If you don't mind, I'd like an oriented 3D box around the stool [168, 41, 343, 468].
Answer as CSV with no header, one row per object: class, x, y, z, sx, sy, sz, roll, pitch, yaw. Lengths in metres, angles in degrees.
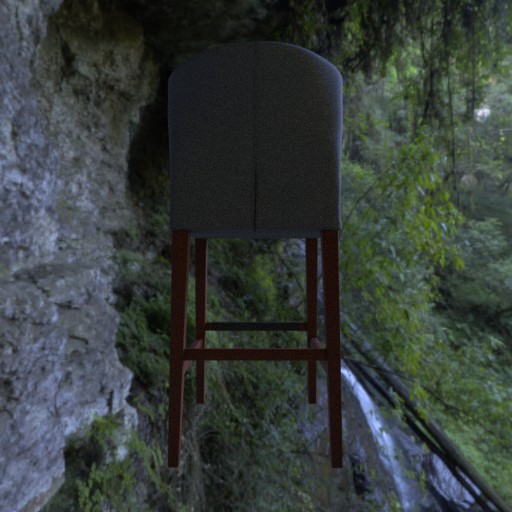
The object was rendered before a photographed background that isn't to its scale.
stool,0.000,0.000,1.372,0.481,1.069,0.568,0,0,0
